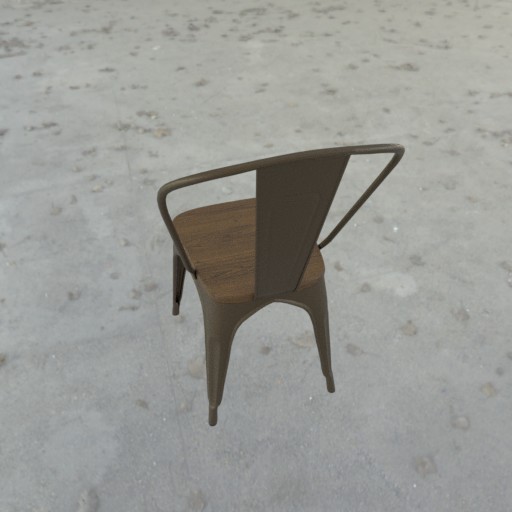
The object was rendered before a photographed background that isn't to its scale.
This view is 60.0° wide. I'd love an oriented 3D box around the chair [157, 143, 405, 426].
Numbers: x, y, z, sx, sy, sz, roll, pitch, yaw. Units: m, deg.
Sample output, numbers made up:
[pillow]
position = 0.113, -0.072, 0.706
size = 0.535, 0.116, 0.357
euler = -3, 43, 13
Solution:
[chair]
position = 0.000, 0.000, 1.121
size = 0.451, 0.844, 0.532
euler = -11, 42, -13
